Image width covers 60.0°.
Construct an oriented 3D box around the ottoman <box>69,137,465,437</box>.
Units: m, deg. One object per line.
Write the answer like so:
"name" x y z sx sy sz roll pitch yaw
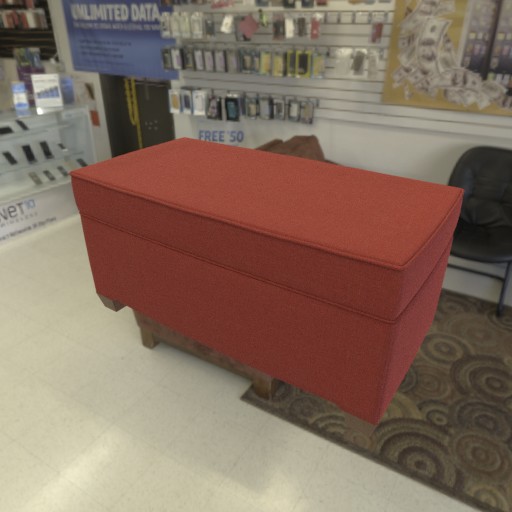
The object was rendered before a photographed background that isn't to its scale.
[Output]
"ottoman" 0.000 0.000 1.249 0.948 0.454 0.497 18 34 29
